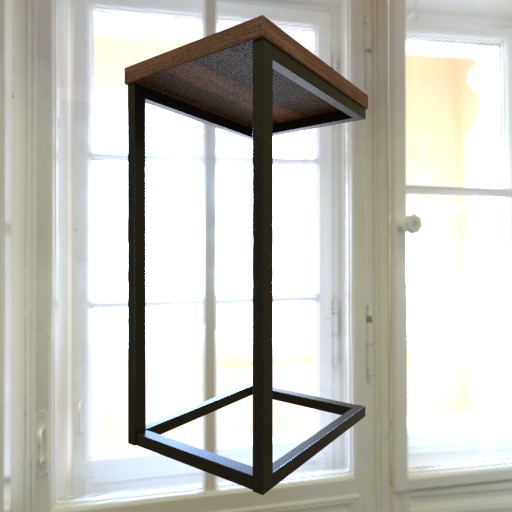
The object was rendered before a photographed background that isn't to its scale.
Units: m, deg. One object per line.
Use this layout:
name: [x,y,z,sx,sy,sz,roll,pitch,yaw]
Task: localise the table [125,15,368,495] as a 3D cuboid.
table: [0.000,0.000,0.919,0.323,0.718,0.414,0,0,36]
